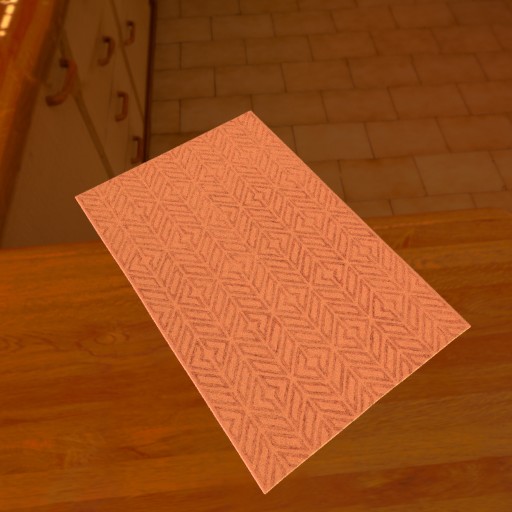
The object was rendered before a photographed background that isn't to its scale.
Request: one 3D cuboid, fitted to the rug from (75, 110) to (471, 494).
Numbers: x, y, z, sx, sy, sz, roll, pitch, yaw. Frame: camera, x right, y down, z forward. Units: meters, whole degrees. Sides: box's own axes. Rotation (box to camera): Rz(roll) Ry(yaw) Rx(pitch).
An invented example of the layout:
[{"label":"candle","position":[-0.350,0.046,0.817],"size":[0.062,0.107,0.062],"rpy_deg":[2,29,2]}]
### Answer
[{"label":"rug","position":[0.000,0.000,2.316],"size":[1.220,0.007,1.828],"rpy_deg":[-32,64,-17]}]
